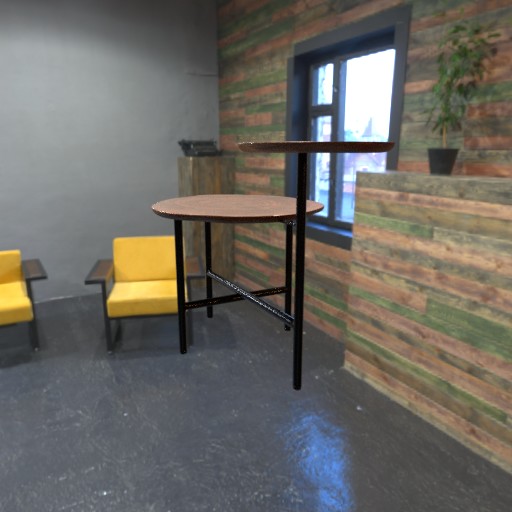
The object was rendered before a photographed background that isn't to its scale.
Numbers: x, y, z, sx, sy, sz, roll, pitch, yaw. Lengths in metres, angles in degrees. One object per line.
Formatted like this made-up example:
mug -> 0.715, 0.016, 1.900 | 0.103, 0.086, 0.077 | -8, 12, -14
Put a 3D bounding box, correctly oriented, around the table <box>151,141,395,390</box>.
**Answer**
table -> 0.000, 0.000, 1.101 | 0.442, 0.538, 0.759 | -7, 15, -27
